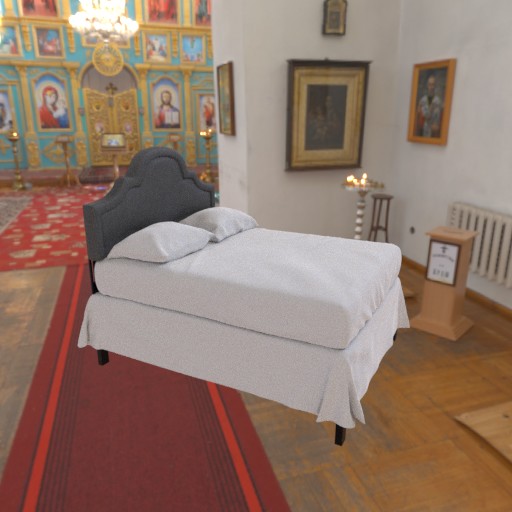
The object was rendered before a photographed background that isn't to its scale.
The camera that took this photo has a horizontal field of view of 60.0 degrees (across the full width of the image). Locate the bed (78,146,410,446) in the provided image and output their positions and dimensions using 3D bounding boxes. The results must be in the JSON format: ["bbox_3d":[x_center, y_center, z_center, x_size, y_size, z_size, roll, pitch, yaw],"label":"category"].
[{"bbox_3d":[0.000,0.000,3.484,2.222,1.634,1.780,9,18,27],"label":"bed"}]
